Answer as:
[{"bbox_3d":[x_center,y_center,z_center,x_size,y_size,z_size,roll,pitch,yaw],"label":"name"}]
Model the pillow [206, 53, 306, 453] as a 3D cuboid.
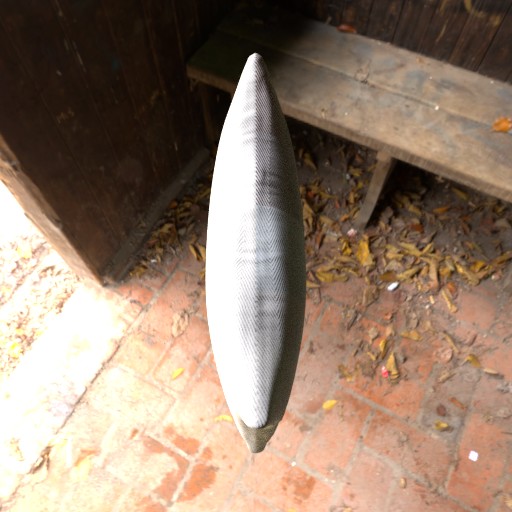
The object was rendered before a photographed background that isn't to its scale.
[{"bbox_3d":[0.000,0.000,0.644,0.139,0.305,0.506,0,62,0],"label":"pillow"}]
